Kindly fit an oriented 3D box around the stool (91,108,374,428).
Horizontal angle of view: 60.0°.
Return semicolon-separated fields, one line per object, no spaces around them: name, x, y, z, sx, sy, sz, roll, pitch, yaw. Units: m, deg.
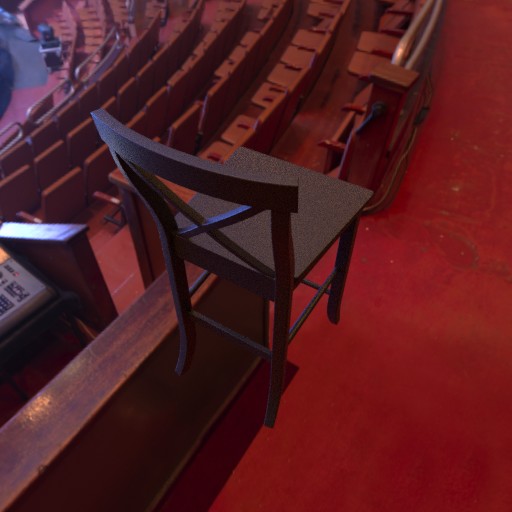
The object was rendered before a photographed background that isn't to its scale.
stool;0.000;0.000;1.262;0.452;0.989;0.559;24;51;21
